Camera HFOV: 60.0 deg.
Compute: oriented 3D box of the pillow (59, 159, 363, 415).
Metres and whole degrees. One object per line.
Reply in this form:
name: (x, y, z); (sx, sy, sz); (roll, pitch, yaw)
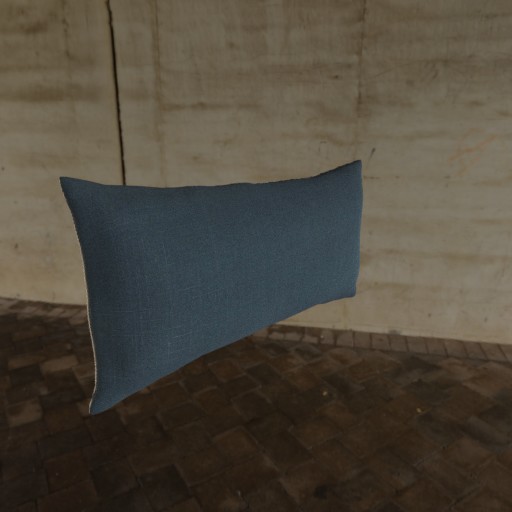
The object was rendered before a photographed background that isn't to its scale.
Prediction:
pillow: (0.000, 0.000, 0.732); (0.151, 0.305, 0.609); (16, 22, 43)
